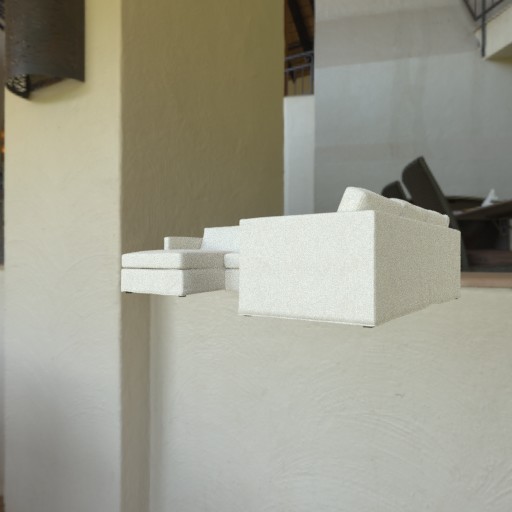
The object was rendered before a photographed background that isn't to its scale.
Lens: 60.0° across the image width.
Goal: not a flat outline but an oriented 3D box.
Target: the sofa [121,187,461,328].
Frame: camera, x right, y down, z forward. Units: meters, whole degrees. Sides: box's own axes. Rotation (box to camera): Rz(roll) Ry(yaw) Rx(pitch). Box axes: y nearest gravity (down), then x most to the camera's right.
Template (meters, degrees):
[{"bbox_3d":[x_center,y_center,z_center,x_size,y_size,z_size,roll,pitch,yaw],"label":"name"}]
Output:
[{"bbox_3d":[0.000,0.000,4.569,3.464,0.882,2.448,0,0,35],"label":"sofa"}]
